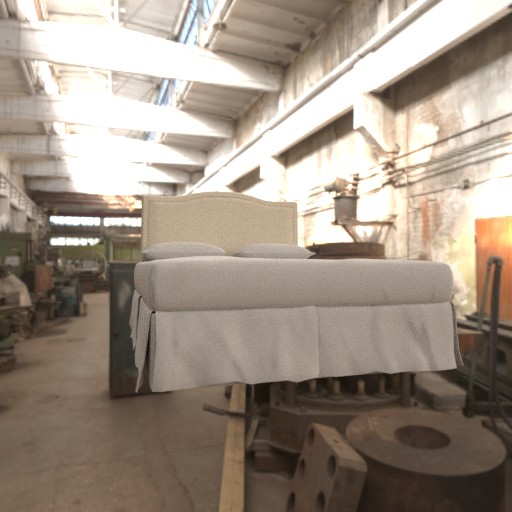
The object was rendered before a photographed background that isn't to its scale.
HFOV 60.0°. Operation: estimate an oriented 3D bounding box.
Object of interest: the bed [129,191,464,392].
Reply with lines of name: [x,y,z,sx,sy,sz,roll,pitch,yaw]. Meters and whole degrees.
bed: [0.000,0.000,3.617,1.977,1.437,2.477,0,-1,-17]
